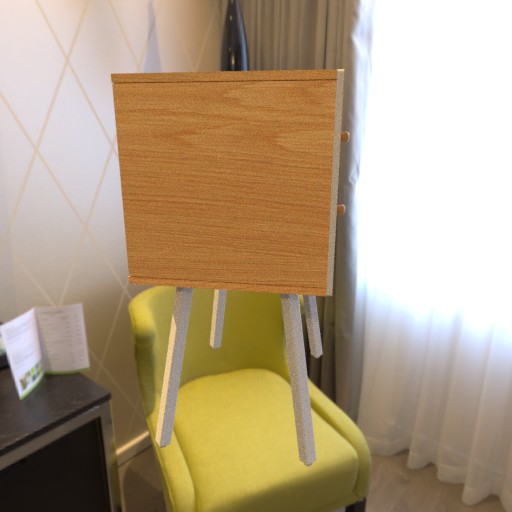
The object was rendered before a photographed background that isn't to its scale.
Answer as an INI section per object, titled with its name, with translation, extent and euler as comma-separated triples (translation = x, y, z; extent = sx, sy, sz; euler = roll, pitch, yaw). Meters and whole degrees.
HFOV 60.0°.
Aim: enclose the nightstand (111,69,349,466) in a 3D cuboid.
[nightstand]
translation = 0.000, 0.000, 0.829
extent = 0.316, 0.601, 0.400
euler = 3, 17, 9
